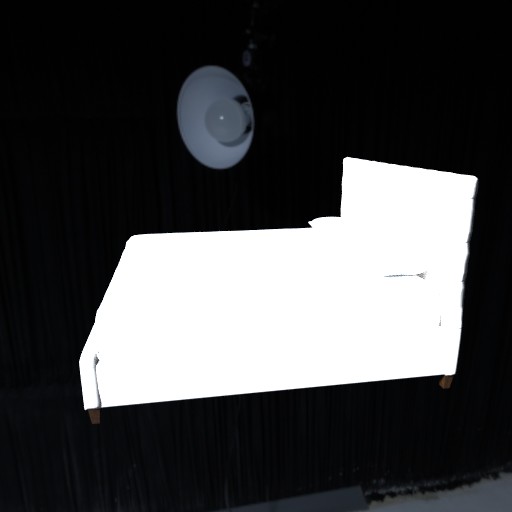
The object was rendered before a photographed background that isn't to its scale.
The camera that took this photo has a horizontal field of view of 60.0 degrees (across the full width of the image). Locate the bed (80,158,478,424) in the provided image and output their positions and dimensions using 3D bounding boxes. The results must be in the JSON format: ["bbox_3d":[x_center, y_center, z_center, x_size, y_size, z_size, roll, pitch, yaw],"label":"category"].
[{"bbox_3d":[0.000,0.000,3.585,2.387,1.427,2.078,-3,16,-9],"label":"bed"}]
